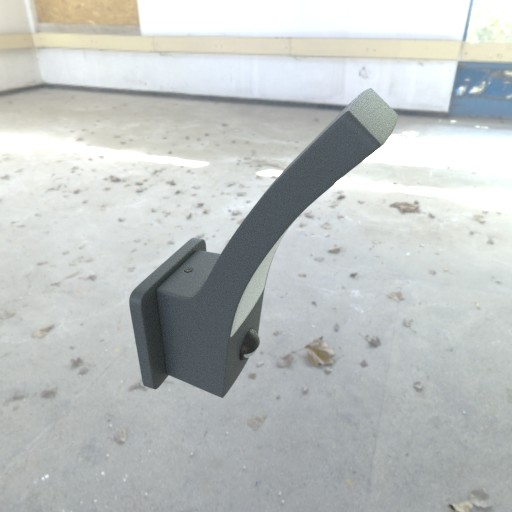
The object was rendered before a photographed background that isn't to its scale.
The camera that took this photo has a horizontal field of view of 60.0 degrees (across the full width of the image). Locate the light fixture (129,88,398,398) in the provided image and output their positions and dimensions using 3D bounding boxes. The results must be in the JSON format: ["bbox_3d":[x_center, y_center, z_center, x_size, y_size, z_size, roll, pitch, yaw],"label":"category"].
[{"bbox_3d":[0.000,0.000,0.339,0.174,0.243,0.108,11,31,18],"label":"light fixture"}]
